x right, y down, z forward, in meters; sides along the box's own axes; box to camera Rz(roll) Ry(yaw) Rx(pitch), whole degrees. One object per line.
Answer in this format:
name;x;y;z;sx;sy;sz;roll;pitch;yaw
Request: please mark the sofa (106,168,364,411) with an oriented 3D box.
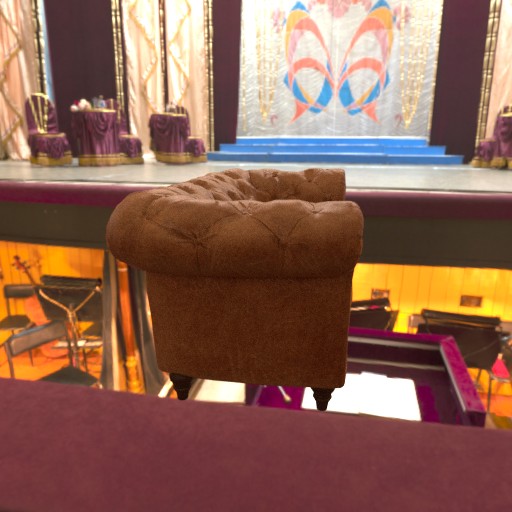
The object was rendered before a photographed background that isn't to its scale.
sofa;0.000;0.000;2.482;1.042;0.877;1.979;3;15;10
